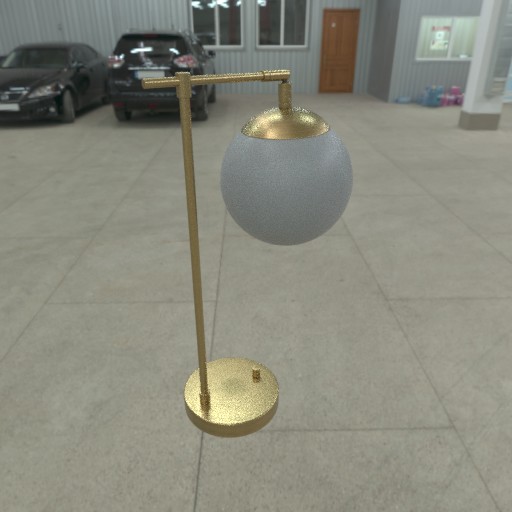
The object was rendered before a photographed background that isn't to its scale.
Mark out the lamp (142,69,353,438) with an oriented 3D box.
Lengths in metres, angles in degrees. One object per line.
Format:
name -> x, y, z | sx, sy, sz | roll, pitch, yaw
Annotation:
lamp -> 0.000, 0.000, 0.717 | 0.324, 0.559, 0.207 | -18, 32, -32
